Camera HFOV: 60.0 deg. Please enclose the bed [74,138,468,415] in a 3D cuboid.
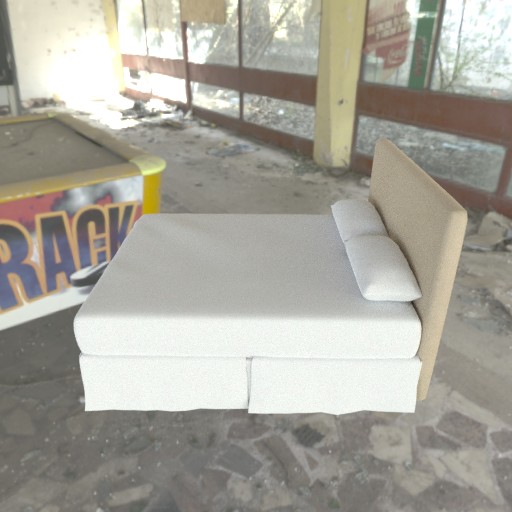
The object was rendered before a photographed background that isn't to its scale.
[{"bbox_3d":[0.000,0.000,3.162,2.142,1.330,1.723,1,27,1],"label":"bed"}]
